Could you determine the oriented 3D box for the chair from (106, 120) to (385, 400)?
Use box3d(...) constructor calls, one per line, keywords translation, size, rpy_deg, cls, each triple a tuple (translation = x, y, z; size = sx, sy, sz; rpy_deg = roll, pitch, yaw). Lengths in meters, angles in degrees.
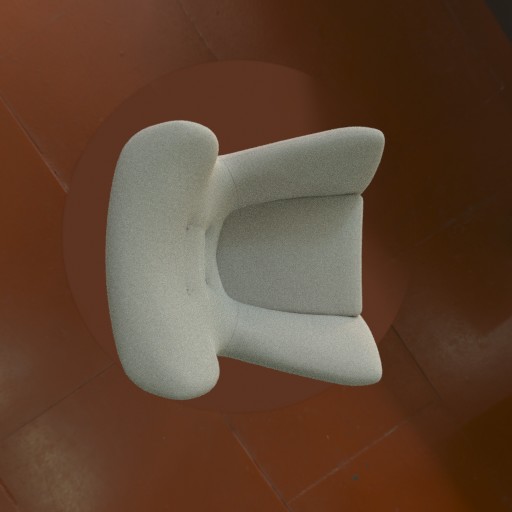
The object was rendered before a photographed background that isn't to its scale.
box3d(translation=(0.000, 0.000, 1.663), size=(0.889, 0.889, 0.890), rpy_deg=(0, 92, -2), cls="chair")
